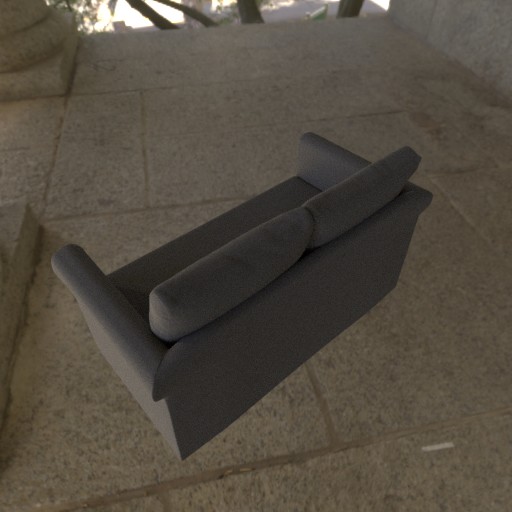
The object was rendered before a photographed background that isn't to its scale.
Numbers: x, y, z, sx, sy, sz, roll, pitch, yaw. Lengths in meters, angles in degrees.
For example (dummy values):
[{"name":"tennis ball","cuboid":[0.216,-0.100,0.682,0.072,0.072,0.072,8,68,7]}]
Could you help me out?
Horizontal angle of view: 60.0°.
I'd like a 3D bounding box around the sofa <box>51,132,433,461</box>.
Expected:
[{"name":"sofa","cuboid":[0.000,0.000,1.954,1.460,0.872,0.741,-31,52,-28]}]
